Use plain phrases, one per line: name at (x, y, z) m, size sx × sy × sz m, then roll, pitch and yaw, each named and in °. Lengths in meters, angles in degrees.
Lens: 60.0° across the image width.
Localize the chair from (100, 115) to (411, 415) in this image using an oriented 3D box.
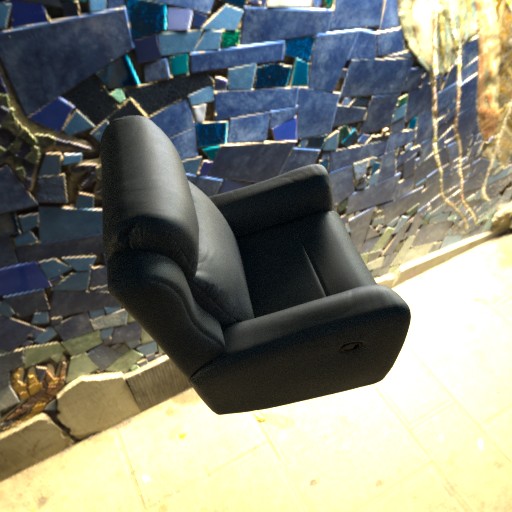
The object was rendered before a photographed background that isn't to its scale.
chair at (0.000, 0.000, 1.900) m, size 1.068 × 1.116 × 0.965 m, roll -10°, pitch 47°, yaw -10°
